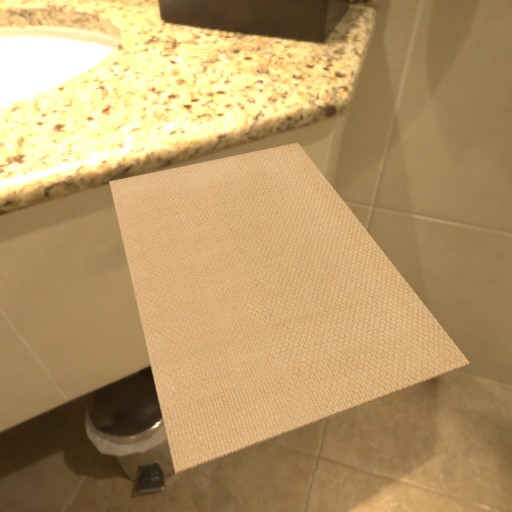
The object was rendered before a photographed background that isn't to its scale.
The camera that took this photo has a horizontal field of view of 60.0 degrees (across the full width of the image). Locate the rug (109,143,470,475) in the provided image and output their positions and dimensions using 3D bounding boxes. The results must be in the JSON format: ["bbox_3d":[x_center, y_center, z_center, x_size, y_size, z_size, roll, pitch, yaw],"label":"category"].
[{"bbox_3d":[0.000,0.000,2.739,1.509,0.013,2.144,-15,48,-14],"label":"rug"}]
